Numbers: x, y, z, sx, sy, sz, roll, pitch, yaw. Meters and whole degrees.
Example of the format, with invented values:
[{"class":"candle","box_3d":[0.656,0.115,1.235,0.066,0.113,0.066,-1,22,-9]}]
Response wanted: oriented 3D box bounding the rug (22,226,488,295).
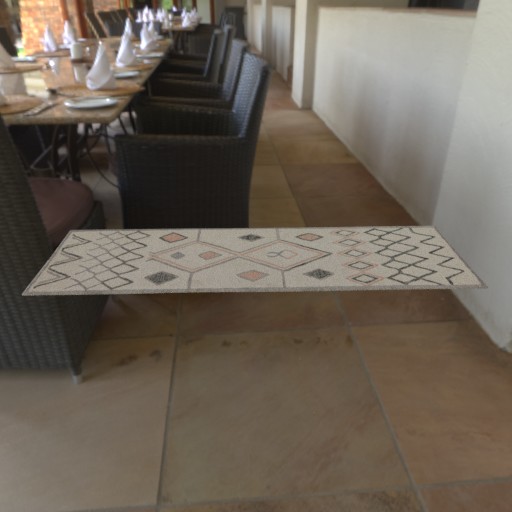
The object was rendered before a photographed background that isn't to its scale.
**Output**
[{"class":"rug","box_3d":[0.000,0.000,2.635,2.435,0.011,0.750,-1,30,-1]}]
